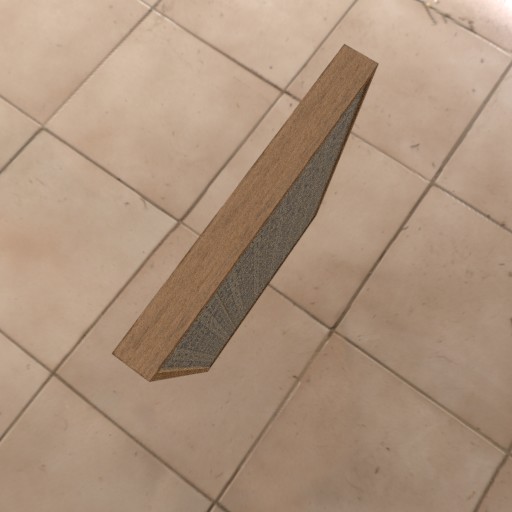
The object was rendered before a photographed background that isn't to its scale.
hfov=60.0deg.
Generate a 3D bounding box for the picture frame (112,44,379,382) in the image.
[{"bbox_3d":[0.000,0.000,0.719,0.046,0.526,0.421,34,79,8],"label":"picture frame"}]
